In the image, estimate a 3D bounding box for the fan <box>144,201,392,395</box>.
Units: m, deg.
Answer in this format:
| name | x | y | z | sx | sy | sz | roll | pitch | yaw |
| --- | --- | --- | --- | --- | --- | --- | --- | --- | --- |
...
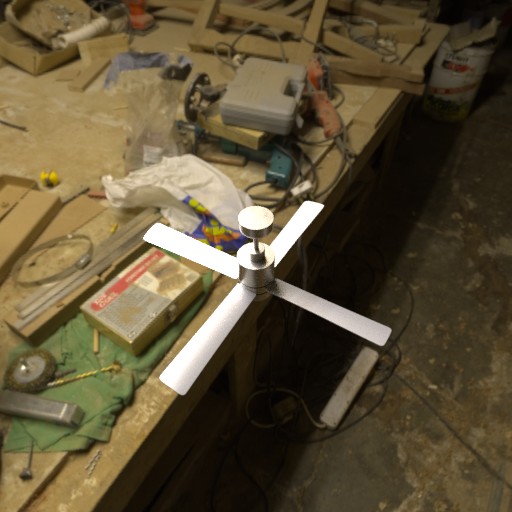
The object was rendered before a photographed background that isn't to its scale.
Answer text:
| name | x | y | z | sx | sy | sz | roll | pitch | yaw |
| --- | --- | --- | --- | --- | --- | --- | --- | --- | --- |
| fan | 0.000 | 0.000 | 2.335 | 1.525 | 0.539 | 1.525 | 24 | 51 | 21 |
